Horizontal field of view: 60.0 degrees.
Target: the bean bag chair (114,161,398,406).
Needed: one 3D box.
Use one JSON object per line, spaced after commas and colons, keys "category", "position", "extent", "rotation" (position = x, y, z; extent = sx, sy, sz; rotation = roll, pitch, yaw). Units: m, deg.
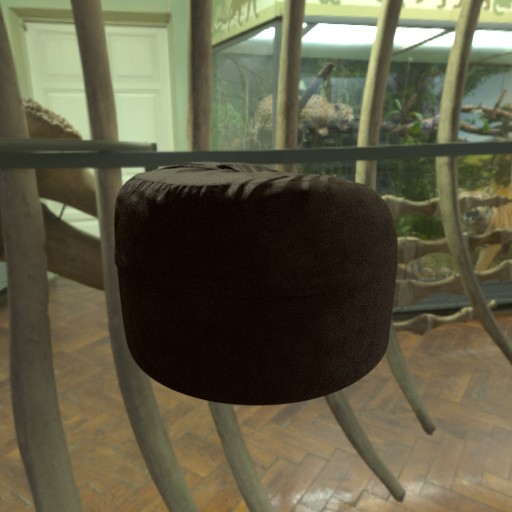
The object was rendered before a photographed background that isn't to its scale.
{"category": "bean bag chair", "position": [0.000, 0.000, 1.505], "extent": [0.918, 0.616, 0.918], "rotation": [0, 16, 0]}
